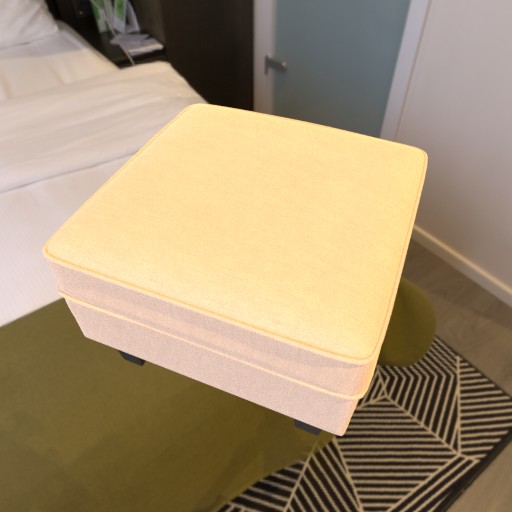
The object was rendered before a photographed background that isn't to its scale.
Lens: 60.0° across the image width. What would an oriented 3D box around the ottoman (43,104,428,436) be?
[{"bbox_3d":[0.000,0.000,1.014,0.616,0.438,0.613,17,48,15],"label":"ottoman"}]
